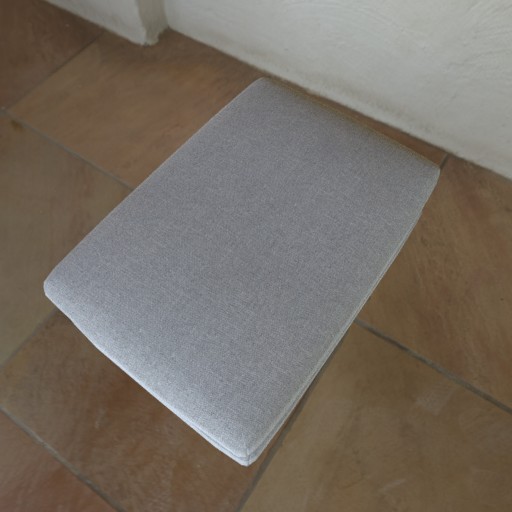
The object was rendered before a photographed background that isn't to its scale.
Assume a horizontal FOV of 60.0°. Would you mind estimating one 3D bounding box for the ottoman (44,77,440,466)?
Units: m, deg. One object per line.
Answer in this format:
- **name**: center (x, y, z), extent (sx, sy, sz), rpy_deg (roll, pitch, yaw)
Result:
- **ottoman**: center (0.000, 0.000, 1.155), extent (0.584, 0.457, 0.838), rpy_deg (33, 67, 16)
